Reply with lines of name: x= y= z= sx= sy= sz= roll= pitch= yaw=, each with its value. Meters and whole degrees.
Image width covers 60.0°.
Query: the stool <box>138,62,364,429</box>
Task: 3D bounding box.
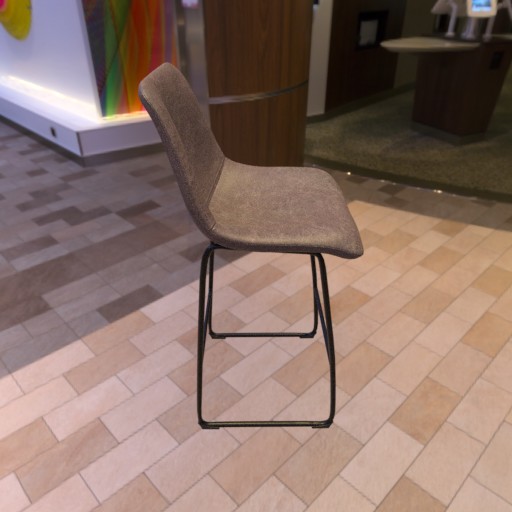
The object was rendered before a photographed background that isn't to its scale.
stool: x=0.000 y=0.000 z=1.393 sx=0.561 sy=1.082 sz=0.514 roll=0 pitch=32 yaw=0
